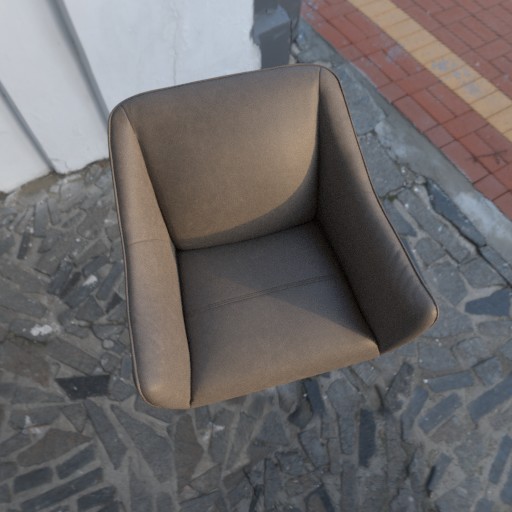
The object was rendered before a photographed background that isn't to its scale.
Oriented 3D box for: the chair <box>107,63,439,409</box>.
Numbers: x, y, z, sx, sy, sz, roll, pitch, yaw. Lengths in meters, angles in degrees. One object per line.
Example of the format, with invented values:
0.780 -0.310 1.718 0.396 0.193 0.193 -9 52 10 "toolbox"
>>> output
0.000 0.000 1.531 0.871 0.830 0.852 -13 64 -7 "chair"
